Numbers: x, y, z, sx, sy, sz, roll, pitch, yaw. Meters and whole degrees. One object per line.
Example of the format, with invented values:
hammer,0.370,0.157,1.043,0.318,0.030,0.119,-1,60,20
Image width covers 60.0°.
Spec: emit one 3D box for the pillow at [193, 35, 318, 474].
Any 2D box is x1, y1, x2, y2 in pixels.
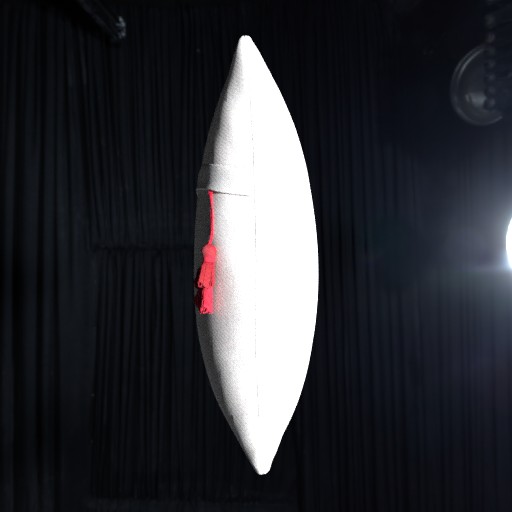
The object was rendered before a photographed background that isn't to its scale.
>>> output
pillow,0.000,0.000,0.653,0.173,0.436,0.433,0,-1,0
